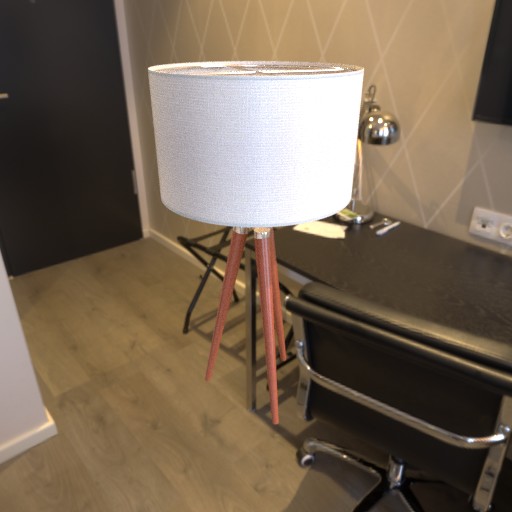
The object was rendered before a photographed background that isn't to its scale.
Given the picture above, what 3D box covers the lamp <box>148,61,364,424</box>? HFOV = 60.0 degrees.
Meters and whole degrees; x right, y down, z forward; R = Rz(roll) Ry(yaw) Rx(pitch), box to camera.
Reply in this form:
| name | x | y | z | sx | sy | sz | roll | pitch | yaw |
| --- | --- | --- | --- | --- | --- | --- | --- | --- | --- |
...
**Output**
| name | x | y | z | sx | sy | sz | roll | pitch | yaw |
| --- | --- | --- | --- | --- | --- | --- | --- | --- | --- |
| lamp | 0.000 | 0.000 | 0.902 | 0.354 | 0.709 | 0.355 | 9 | 28 | 17 |
